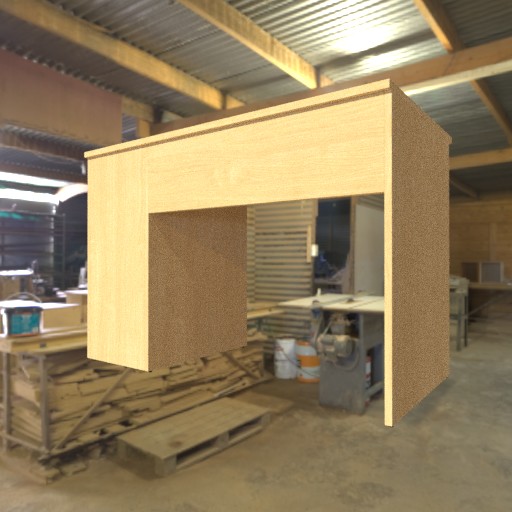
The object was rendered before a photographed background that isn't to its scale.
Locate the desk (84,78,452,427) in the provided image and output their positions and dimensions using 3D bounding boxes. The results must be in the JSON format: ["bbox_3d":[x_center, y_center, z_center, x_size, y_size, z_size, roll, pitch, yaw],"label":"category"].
[{"bbox_3d":[0.000,0.000,1.471,1.097,0.735,0.560,0,0,36],"label":"desk"}]
